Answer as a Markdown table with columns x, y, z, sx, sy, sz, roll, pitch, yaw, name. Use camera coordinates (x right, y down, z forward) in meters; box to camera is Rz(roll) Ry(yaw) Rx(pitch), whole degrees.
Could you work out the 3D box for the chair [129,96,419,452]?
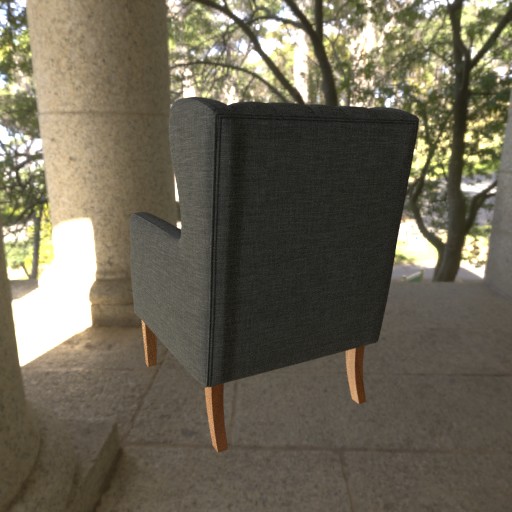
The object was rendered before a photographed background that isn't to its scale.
| x | y | z | sx | sy | sz | roll | pitch | yaw | name |
| --- | --- | --- | --- | --- | --- | --- | --- | --- | --- |
| 0.000 | 0.000 | 1.505 | 0.711 | 0.953 | 0.775 | -7 | 16 | -27 | chair |
